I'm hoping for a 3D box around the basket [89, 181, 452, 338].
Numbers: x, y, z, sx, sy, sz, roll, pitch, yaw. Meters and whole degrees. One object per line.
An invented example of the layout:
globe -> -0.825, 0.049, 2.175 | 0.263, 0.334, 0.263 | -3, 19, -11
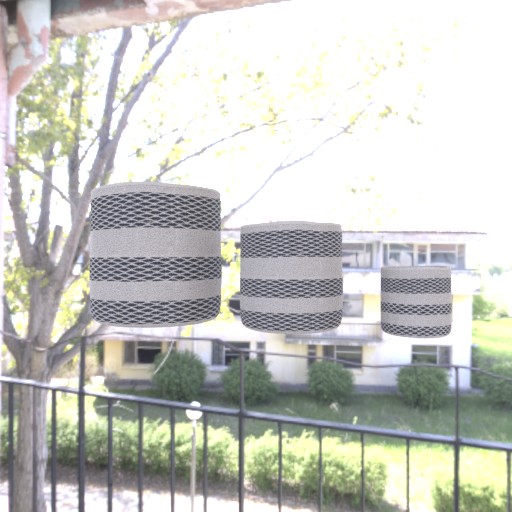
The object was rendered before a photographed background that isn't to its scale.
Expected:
basket -> 0.000, 0.000, 1.130 | 0.917, 0.356, 0.351 | 0, 0, 18
